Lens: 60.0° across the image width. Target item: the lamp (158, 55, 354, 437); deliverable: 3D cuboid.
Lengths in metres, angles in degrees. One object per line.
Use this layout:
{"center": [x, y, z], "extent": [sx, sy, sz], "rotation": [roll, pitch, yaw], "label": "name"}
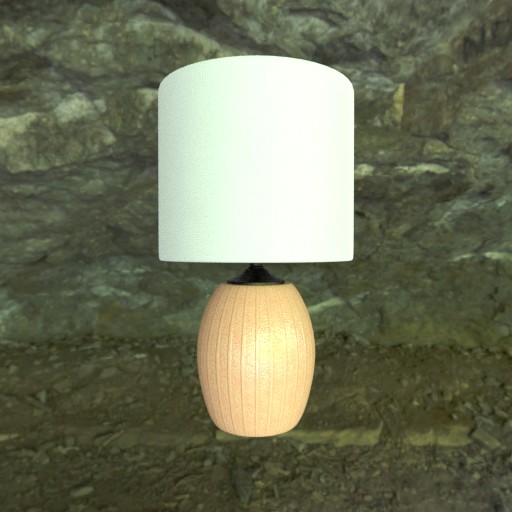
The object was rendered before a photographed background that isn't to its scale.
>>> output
{"center": [0.000, 0.000, 0.766], "extent": [0.329, 0.570, 0.329], "rotation": [0, 1, 0], "label": "lamp"}
